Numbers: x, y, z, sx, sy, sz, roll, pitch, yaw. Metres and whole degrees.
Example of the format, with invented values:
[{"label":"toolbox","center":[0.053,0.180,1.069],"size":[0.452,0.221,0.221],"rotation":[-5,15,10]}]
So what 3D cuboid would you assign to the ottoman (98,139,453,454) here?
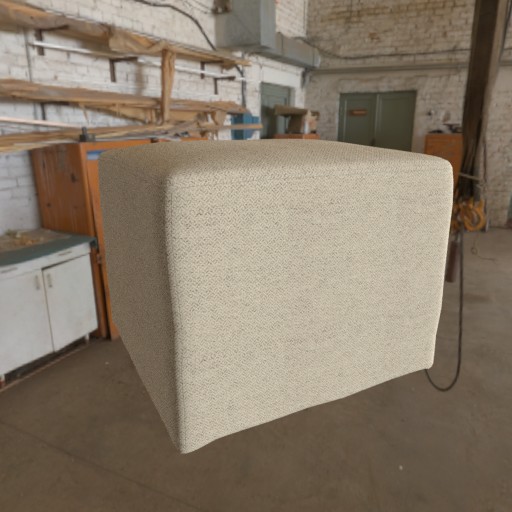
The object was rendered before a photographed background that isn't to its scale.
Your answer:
[{"label":"ottoman","center":[0.000,0.000,0.895],"size":[0.521,0.453,0.512],"rotation":[-8,19,-26]}]
